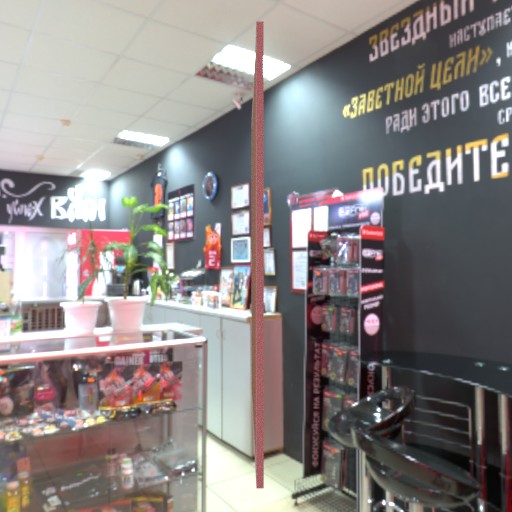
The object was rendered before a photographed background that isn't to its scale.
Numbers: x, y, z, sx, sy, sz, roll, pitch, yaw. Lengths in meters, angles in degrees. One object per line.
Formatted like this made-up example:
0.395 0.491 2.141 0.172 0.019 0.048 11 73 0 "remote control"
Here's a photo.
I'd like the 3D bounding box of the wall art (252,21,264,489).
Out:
0.000 0.000 1.246 0.015 0.965 0.660 0 -2 -1 "wall art"
